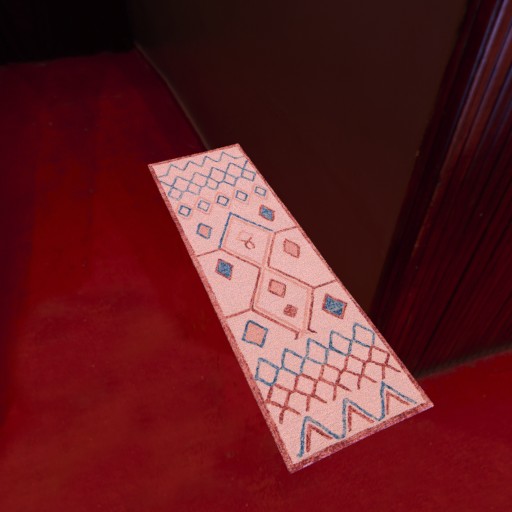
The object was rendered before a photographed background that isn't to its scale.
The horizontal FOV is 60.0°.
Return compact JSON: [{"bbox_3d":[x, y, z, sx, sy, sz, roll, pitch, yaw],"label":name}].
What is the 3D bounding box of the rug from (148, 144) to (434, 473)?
[{"bbox_3d":[0.000,0.000,2.734,0.750,0.011,2.435,-17,49,-16],"label":"rug"}]
